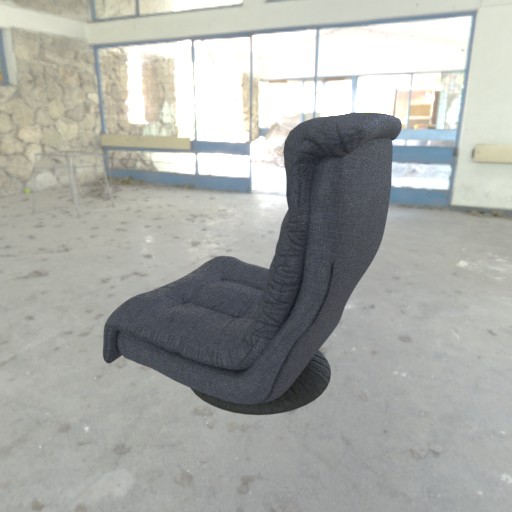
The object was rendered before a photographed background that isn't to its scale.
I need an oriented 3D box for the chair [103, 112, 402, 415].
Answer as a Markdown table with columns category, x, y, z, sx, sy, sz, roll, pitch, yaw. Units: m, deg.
| category | x | y | z | sx | sy | sz | roll | pitch | yaw |
| --- | --- | --- | --- | --- | --- | --- | --- | --- | --- |
| chair | 0.000 | 0.000 | 1.219 | 0.668 | 0.749 | 0.597 | 9 | 19 | 26 |
